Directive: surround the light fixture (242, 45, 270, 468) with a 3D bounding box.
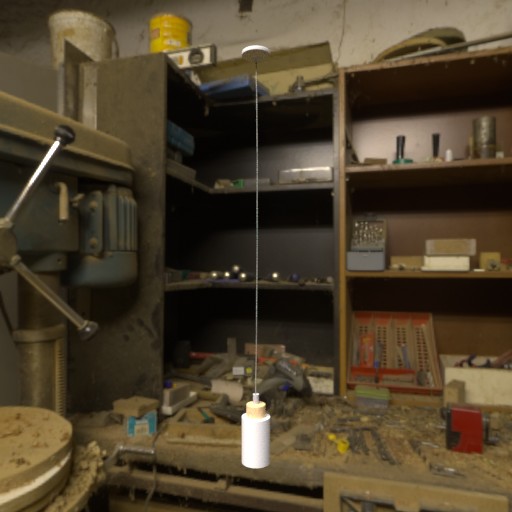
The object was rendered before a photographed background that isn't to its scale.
[{"bbox_3d":[0.000,0.000,1.947,0.125,1.798,0.125,0,-1,17],"label":"light fixture"}]
